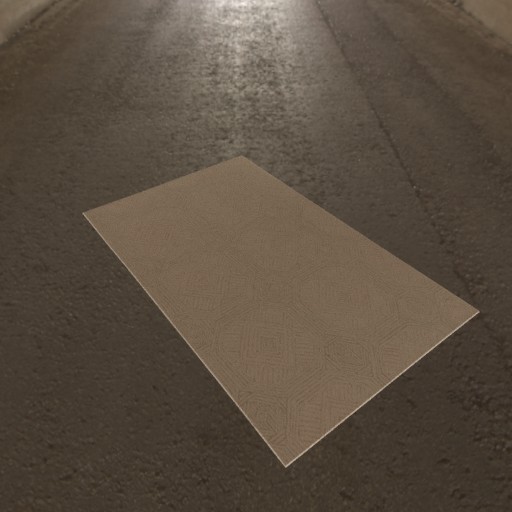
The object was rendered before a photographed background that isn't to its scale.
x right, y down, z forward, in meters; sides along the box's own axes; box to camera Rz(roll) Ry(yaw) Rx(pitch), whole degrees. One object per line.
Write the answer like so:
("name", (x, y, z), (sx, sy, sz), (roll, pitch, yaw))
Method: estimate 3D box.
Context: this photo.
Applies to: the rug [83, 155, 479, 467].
("rug", (0.000, 0.000, 3.048), (1.524, 0.008, 2.440), (-26, 47, -27))
